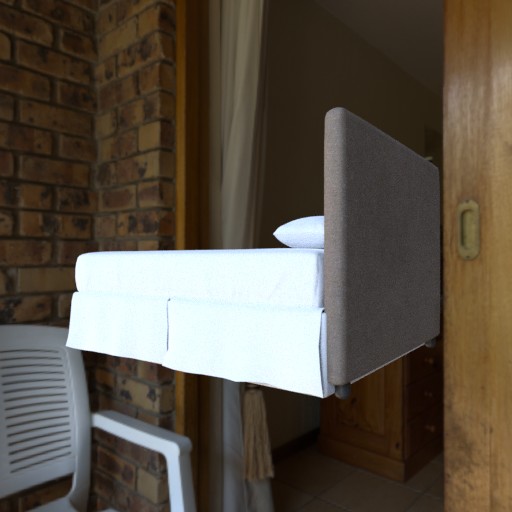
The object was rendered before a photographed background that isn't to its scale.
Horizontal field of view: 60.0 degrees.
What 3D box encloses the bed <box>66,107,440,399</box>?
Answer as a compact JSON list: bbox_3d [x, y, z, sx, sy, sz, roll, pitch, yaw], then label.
[{"bbox_3d":[0.000,0.000,3.200,2.142,1.330,1.723,0,-1,36],"label":"bed"}]
